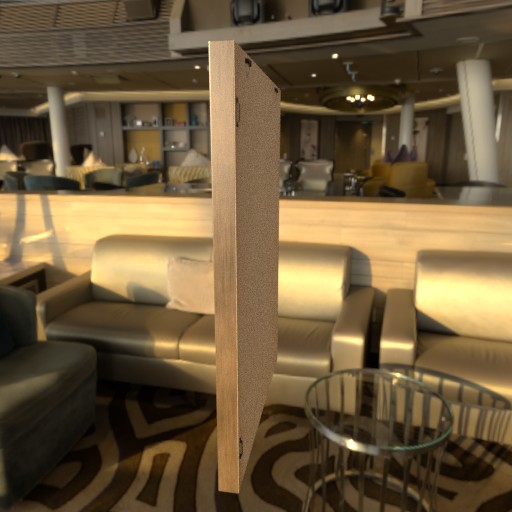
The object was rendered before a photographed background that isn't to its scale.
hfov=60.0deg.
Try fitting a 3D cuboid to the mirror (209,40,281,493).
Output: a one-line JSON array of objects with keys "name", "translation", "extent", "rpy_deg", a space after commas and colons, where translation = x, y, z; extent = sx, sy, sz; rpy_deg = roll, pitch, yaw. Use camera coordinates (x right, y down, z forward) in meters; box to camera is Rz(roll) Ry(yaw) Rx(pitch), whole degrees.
[{"name": "mirror", "translation": [0.000, 0.000, 0.917], "extent": [0.040, 0.710, 0.507], "rpy_deg": [2, 13, 10]}]
